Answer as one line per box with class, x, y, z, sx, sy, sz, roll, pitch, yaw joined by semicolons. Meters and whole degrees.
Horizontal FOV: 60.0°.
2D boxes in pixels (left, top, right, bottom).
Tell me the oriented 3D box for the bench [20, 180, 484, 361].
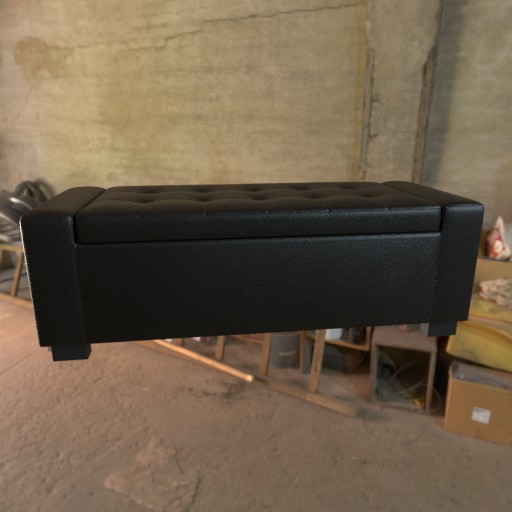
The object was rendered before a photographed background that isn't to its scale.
bench;0.000;0.000;1.505;1.296;0.445;0.508;-2;17;-7
